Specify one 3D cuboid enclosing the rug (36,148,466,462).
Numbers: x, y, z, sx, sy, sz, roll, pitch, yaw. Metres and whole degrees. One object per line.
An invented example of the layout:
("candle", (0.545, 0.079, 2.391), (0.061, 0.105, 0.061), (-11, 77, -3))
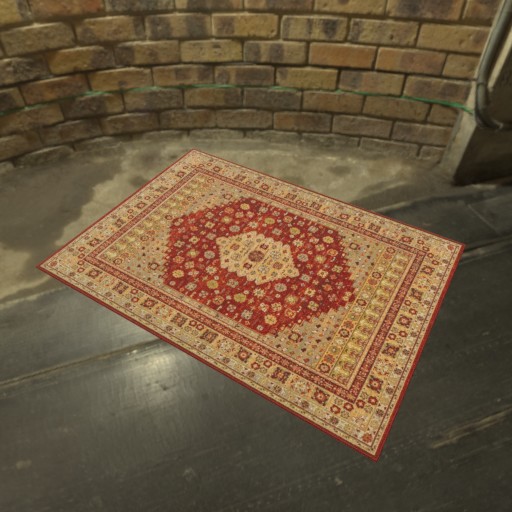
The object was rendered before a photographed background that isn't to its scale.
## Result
("rug", (0.000, 0.000, 2.803), (2.211, 0.013, 1.593), (24, 50, 22))
